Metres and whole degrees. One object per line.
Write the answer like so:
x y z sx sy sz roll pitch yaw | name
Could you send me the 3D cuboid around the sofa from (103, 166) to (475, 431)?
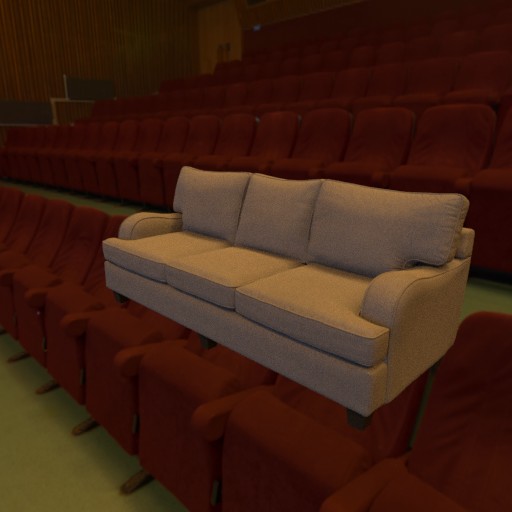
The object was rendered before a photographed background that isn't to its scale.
0.000 0.000 2.854 2.323 0.991 1.016 15 22 43 | sofa
